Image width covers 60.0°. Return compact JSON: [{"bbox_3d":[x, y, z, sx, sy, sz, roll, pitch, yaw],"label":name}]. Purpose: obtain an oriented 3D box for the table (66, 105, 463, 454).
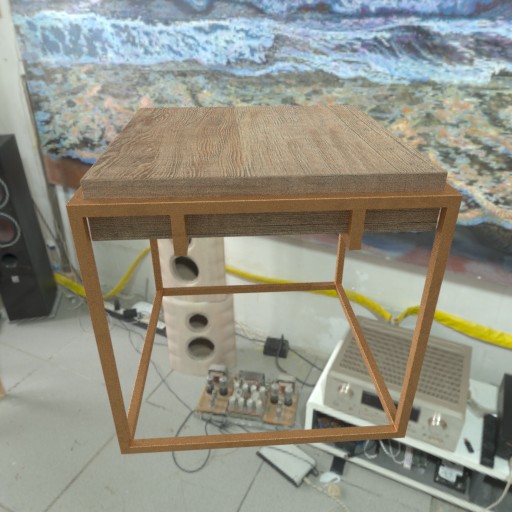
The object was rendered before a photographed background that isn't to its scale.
[{"bbox_3d":[0.000,0.000,1.053,0.599,0.584,0.599,-2,29,-3],"label":"table"}]
